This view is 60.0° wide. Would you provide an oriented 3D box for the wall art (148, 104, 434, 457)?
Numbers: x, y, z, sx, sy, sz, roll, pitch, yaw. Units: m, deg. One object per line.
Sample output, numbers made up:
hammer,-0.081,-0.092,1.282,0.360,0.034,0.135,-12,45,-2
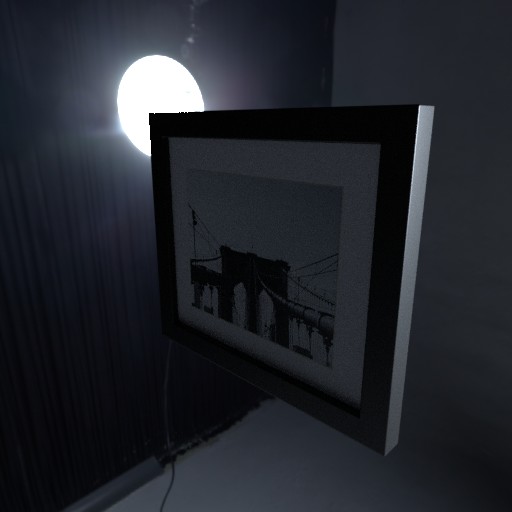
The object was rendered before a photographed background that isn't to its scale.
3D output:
wall art,0.000,0.000,0.527,0.380,0.330,0.028,15,23,42
